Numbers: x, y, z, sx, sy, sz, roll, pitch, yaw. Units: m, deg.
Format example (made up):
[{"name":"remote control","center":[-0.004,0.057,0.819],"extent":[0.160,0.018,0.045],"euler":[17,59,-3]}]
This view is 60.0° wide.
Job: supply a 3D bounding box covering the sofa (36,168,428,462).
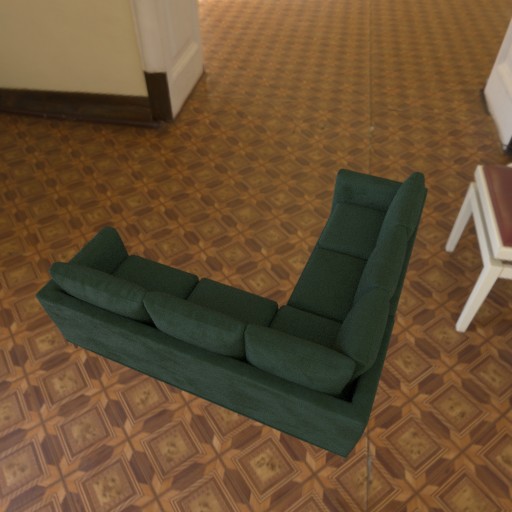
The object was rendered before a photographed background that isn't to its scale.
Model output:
[{"name":"sofa","center":[0.000,0.000,3.837],"extent":[2.452,1.004,2.468],"euler":[17,48,16]}]
